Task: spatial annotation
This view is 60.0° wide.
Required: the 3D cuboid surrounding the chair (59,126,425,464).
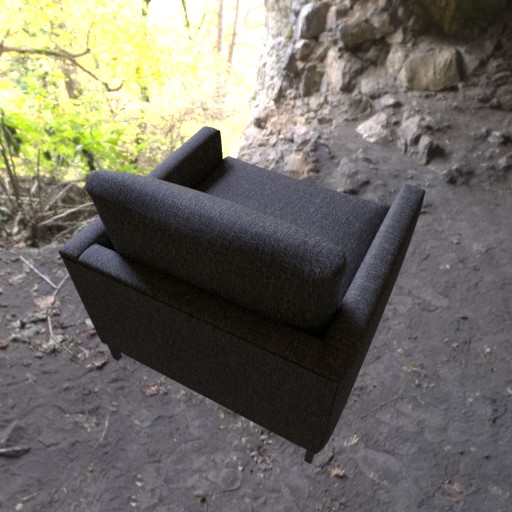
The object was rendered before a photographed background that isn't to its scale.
[{"bbox_3d":[0.000,0.000,1.606,0.963,0.861,0.866,21,50,19],"label":"chair"}]
